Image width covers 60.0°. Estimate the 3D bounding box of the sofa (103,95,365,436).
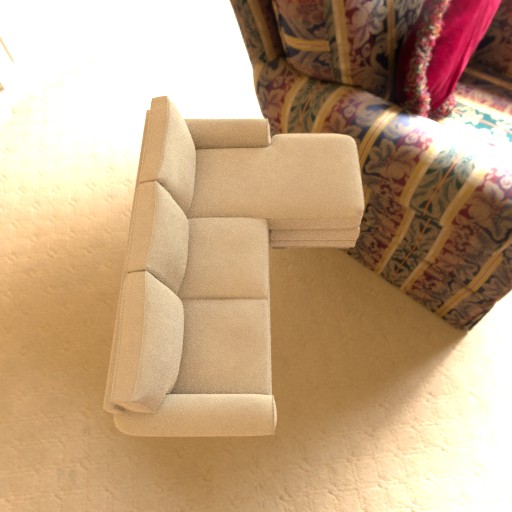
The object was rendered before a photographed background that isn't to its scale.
[{"bbox_3d":[0.000,0.000,2.330,1.226,0.734,1.770,0,63,0],"label":"sofa"}]
